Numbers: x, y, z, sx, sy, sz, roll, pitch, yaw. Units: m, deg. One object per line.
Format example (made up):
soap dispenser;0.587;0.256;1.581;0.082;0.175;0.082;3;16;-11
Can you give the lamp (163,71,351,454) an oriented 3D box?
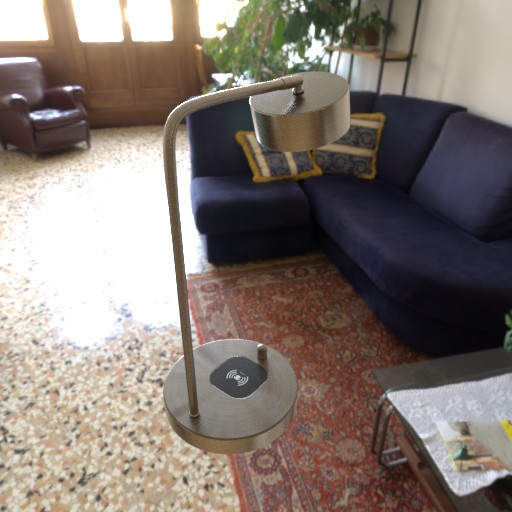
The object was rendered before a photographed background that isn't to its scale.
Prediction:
lamp;0.000;0.000;0.638;0.211;0.469;0.334;22;37;34
